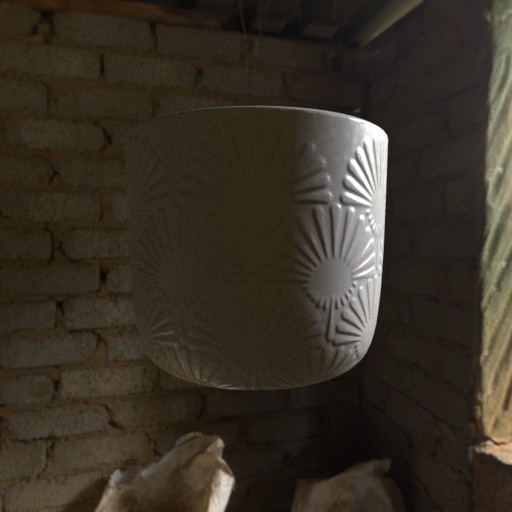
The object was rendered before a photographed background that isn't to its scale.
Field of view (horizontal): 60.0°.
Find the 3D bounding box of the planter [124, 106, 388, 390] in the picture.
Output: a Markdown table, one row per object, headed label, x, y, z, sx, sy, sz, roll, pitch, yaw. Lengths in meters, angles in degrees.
| label | x | y | z | sx | sy | sz | roll | pitch | yaw |
| --- | --- | --- | --- | --- | --- | --- | --- | --- | --- |
| planter | 0.000 | 0.000 | 0.218 | 0.124 | 0.109 | 0.124 | 0 | 1 | 0 |
